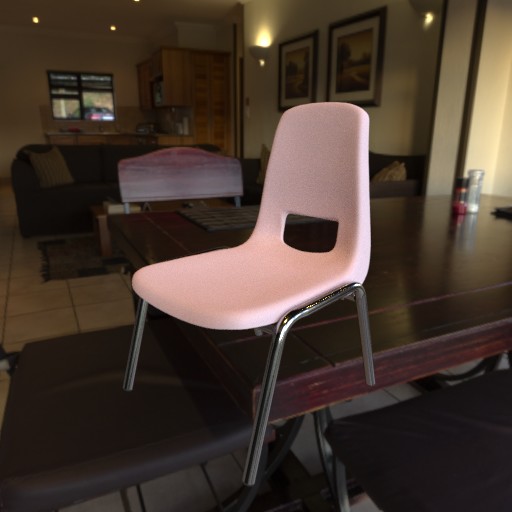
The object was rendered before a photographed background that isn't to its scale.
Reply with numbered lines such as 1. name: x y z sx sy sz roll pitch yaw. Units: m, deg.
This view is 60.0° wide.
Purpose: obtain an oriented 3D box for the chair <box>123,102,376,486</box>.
1. chair: 0.000 0.000 0.797 0.354 0.536 0.385 15 22 43
